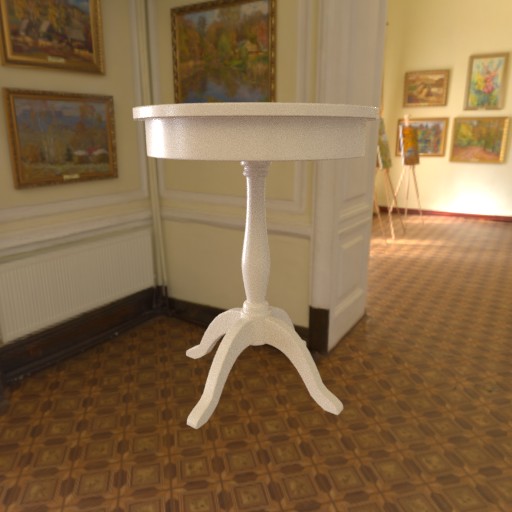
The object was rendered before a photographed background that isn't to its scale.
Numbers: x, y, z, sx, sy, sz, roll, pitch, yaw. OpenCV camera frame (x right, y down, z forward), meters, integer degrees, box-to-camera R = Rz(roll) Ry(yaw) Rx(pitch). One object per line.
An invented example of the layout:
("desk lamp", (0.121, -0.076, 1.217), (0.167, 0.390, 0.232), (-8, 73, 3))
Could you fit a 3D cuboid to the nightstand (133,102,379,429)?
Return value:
("nightstand", (0.000, 0.000, 1.040), (0.513, 0.653, 0.513), (15, 22, 43))
